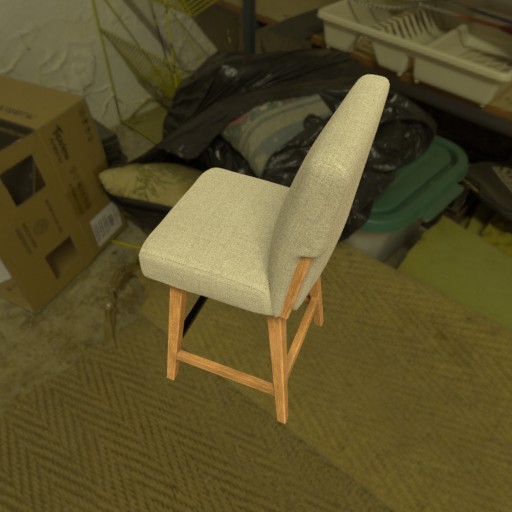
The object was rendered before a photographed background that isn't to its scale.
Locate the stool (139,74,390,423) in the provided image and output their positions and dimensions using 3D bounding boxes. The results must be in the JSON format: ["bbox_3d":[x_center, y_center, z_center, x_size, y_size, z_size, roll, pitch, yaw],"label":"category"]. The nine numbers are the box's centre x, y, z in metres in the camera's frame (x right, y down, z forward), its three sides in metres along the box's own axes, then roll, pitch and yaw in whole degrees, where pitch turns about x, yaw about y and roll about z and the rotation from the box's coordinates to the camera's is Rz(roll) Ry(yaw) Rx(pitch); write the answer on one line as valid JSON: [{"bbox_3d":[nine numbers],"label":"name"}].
[{"bbox_3d":[0.000,0.000,1.325,0.526,1.010,0.459,16,47,16],"label":"stool"}]
